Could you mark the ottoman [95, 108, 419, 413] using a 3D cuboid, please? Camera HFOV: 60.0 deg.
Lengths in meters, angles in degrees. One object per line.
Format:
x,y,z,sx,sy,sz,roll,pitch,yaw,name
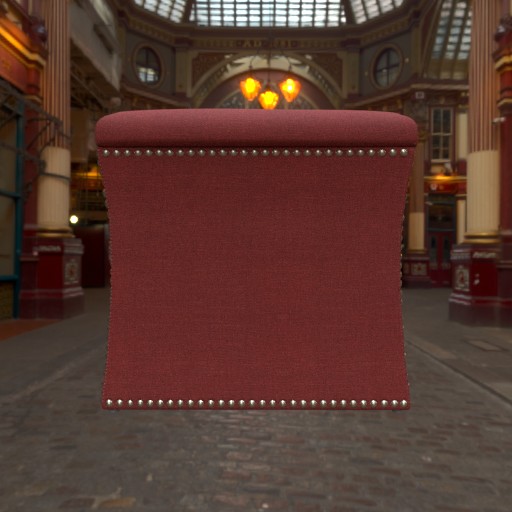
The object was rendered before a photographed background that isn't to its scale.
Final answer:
0.000,0.000,0.891,0.497,0.475,0.507,0,0,0,ottoman
